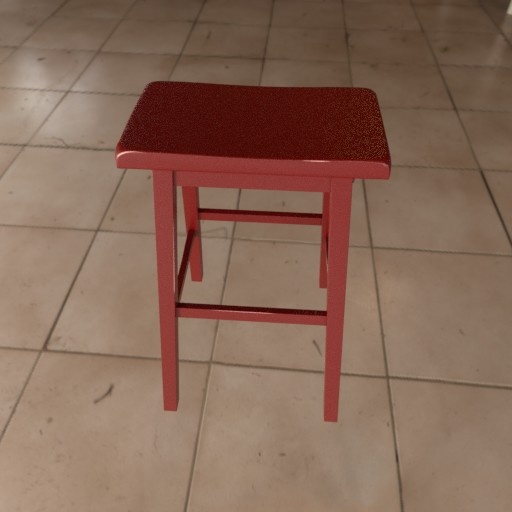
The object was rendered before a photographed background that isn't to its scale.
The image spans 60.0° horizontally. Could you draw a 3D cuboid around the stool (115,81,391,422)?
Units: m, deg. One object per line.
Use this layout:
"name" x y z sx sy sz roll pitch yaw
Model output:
"stool" 0.000 0.000 1.053 0.457 0.737 0.476 3 48 3
